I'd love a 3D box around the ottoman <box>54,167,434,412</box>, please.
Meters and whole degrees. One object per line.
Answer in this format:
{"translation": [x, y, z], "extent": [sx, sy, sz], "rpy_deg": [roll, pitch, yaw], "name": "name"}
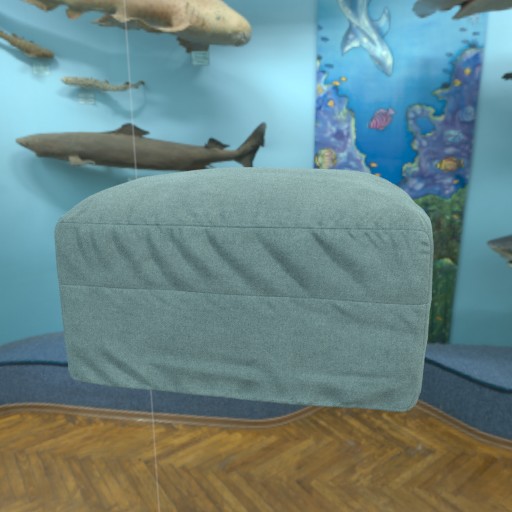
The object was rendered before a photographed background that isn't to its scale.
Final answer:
{"translation": [0.000, 0.000, 1.232], "extent": [0.837, 0.481, 0.683], "rpy_deg": [3, 15, 10], "name": "ottoman"}
